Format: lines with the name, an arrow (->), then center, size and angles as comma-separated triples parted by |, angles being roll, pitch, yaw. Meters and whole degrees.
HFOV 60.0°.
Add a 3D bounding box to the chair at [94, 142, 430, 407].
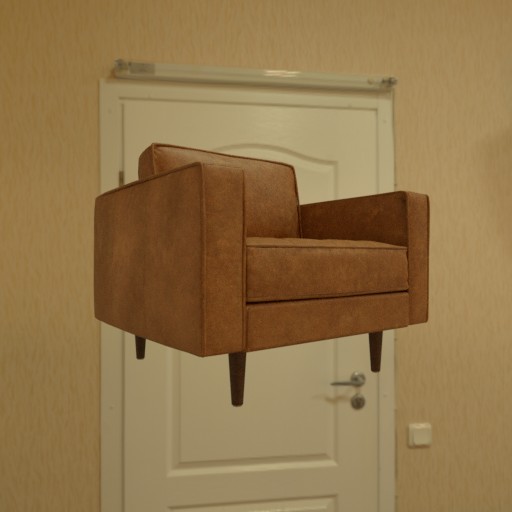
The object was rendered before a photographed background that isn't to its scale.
chair -> 0.000, 0.000, 1.535 | 0.928, 0.767, 0.798 | 0, 0, -37
